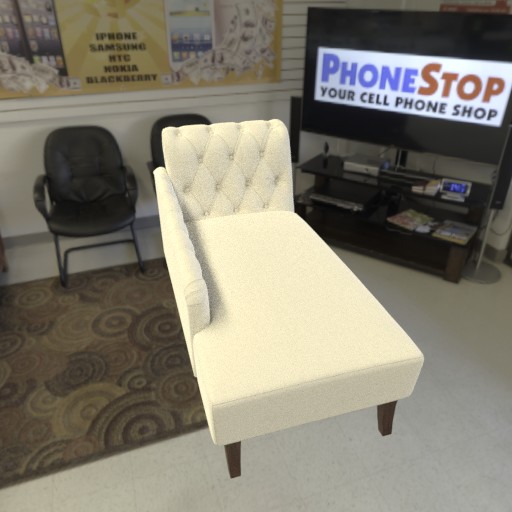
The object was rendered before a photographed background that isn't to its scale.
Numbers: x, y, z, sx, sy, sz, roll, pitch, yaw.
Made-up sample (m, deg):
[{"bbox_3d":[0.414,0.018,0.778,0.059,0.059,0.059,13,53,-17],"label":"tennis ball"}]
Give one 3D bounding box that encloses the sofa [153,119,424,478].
[{"bbox_3d":[0.000,0.000,1.812,0.675,0.787,1.379,-9,32,-14],"label":"sofa"}]
